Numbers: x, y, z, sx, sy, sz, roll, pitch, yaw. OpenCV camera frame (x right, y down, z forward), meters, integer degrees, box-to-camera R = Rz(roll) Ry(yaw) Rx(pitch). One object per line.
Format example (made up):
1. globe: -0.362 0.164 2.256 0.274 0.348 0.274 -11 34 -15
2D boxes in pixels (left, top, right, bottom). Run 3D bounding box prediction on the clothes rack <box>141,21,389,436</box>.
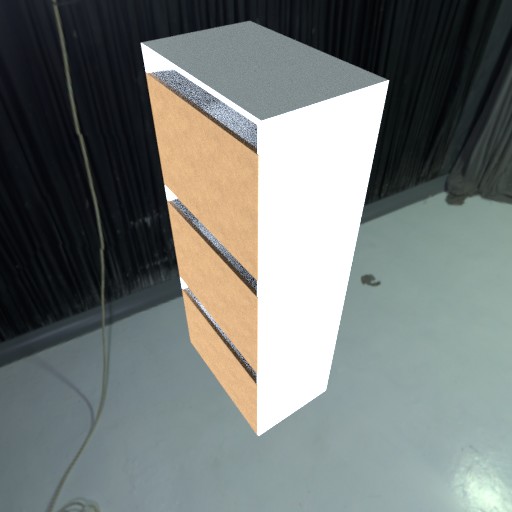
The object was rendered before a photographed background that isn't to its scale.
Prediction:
1. clothes rack: 0.000 0.000 1.385 0.330 1.187 0.500 -25 49 -25
